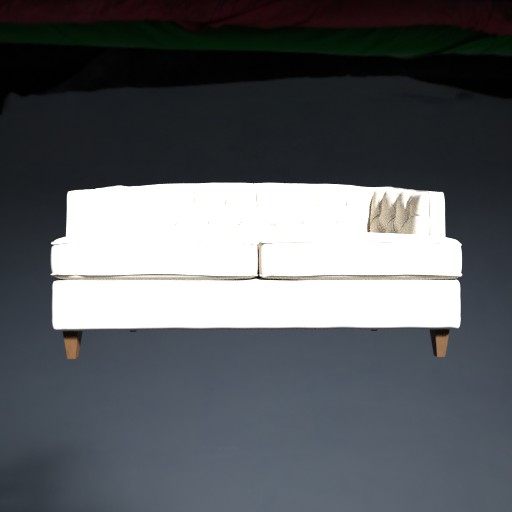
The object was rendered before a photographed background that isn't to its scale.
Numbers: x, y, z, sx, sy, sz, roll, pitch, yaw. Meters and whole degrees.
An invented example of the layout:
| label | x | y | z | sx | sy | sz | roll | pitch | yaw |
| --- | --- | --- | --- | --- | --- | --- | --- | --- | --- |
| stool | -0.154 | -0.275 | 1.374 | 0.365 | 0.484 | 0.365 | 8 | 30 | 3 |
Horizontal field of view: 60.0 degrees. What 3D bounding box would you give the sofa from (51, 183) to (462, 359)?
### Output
| label | x | y | z | sx | sy | sz | roll | pitch | yaw |
| --- | --- | --- | --- | --- | --- | --- | --- | --- | --- |
| sofa | 0.000 | 0.000 | 2.267 | 1.731 | 0.878 | 0.940 | 0 | 0 | -1 |
